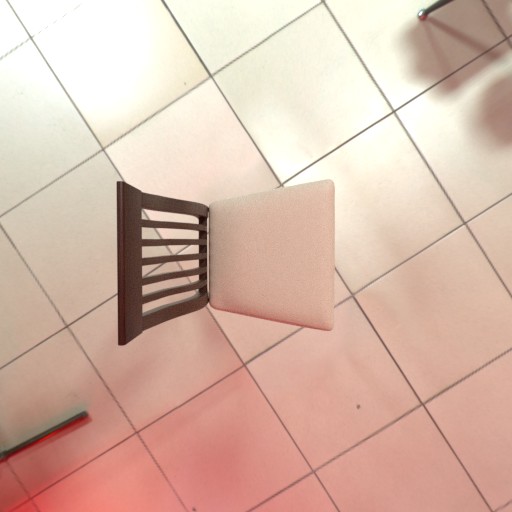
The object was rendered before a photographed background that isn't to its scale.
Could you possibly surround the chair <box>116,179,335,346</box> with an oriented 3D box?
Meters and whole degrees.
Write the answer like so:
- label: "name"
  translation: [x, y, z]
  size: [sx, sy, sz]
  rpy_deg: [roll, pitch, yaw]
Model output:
- label: "chair"
  translation: [0.000, 0.000, 1.286]
  size: [0.474, 1.027, 0.460]
  rpy_deg: [0, 92, 1]
